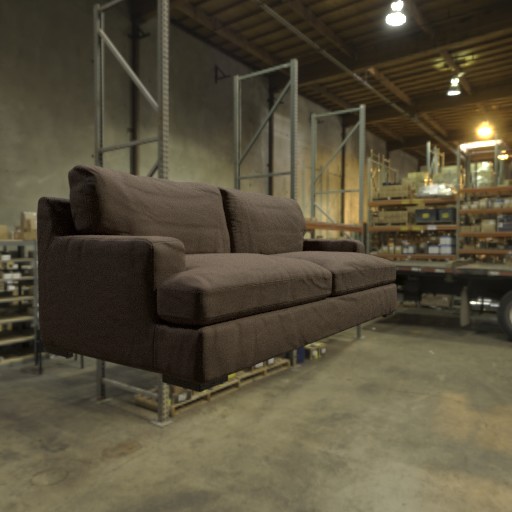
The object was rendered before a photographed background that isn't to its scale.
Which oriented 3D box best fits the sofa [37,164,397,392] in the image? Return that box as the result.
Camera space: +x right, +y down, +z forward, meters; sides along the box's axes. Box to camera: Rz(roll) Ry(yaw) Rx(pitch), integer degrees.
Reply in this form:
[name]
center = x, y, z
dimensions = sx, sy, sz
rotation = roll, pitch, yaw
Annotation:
[sofa]
center = 0.000, 0.000, 2.821
dimensions = 1.140, 0.950, 2.274
rotation = 1, 2, 35
